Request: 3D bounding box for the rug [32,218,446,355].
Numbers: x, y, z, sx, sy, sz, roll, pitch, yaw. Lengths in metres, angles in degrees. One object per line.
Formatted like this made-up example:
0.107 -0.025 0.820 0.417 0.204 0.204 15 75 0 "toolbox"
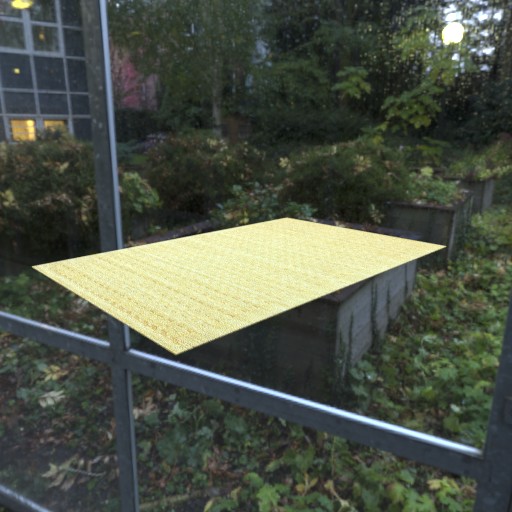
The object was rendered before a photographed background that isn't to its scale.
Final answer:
0.000 0.000 2.910 2.286 0.006 1.524 -15 21 -42 "rug"
